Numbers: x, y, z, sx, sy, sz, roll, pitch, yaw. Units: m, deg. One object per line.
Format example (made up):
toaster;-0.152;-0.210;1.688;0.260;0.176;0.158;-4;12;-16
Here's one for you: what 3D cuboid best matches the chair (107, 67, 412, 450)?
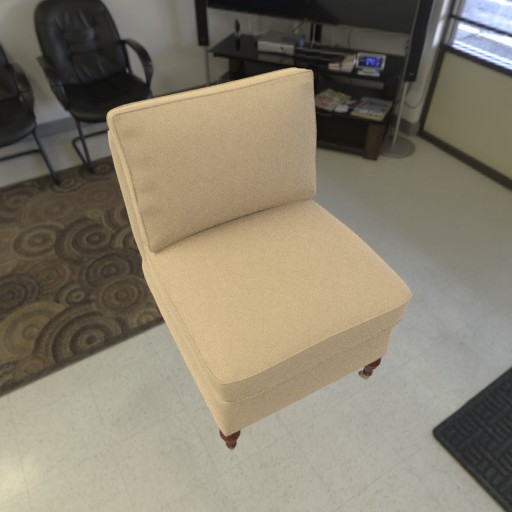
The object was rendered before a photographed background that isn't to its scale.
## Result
chair;0.000;0.000;1.608;0.724;1.052;0.912;-20;48;-20
